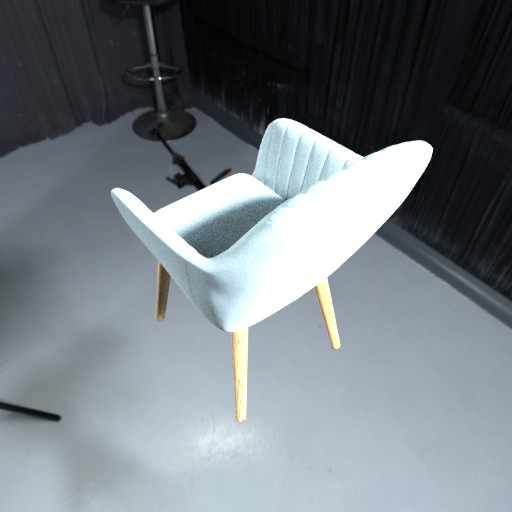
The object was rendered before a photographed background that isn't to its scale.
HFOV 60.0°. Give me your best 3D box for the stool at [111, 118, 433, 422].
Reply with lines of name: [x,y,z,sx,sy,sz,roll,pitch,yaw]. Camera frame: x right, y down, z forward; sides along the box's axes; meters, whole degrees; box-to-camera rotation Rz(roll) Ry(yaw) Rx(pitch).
stool: [0.000,0.000,1.127,0.503,0.830,0.590,-30,54,-25]
